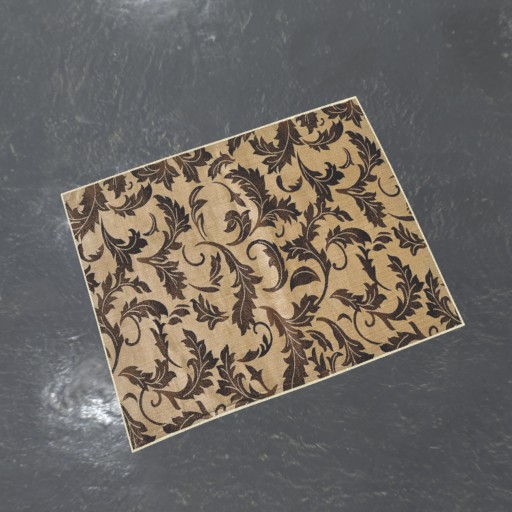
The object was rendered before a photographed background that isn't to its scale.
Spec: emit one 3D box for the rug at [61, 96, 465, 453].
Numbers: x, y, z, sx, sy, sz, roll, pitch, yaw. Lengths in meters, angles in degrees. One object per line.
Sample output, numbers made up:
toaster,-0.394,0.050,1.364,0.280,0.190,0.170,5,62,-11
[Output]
rug,0.000,0.000,3.942,2.977,0.008,2.380,-20,77,-5
